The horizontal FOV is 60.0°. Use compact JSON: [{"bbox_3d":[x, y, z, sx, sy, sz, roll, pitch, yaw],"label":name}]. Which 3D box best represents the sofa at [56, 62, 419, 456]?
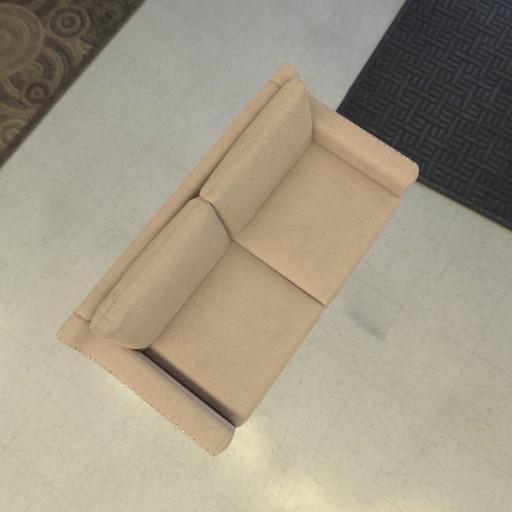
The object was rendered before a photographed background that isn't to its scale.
[{"bbox_3d":[0.000,0.000,2.587,1.030,0.901,1.967,36,78,8],"label":"sofa"}]
